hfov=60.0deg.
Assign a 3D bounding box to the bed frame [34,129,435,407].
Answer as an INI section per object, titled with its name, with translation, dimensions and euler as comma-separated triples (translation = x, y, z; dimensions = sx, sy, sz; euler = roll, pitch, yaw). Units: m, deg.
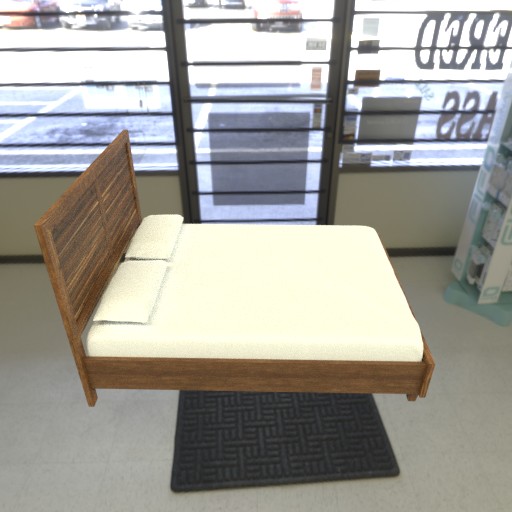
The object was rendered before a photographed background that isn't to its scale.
[bed frame]
translation = 0.000, 0.000, 3.370
dimensions = 2.276, 1.417, 1.696
euler = 1, 32, 1
